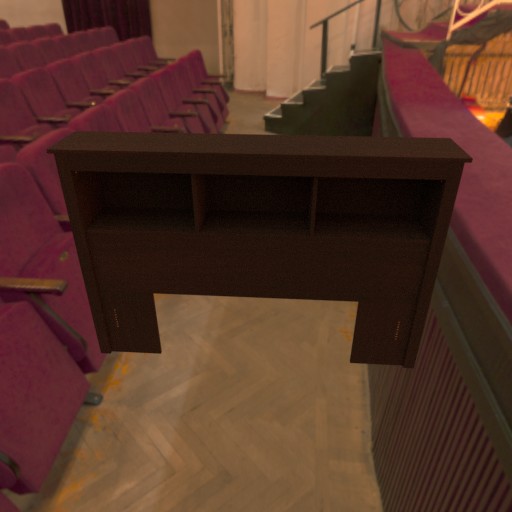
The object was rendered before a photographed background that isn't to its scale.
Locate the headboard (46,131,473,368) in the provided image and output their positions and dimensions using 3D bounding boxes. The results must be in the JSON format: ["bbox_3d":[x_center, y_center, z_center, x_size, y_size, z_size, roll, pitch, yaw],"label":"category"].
[{"bbox_3d":[0.000,0.000,2.130,1.671,1.092,0.279,2,31,3],"label":"headboard"}]
